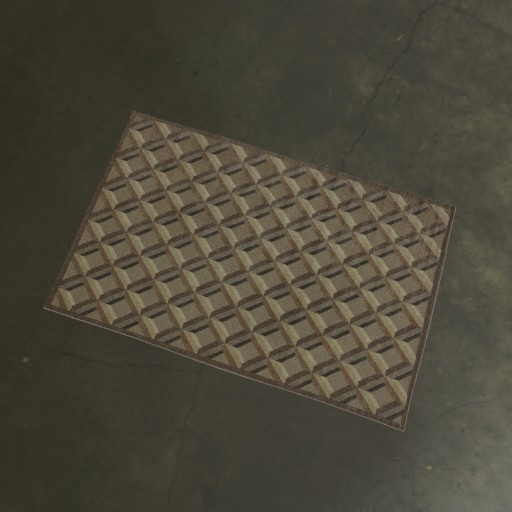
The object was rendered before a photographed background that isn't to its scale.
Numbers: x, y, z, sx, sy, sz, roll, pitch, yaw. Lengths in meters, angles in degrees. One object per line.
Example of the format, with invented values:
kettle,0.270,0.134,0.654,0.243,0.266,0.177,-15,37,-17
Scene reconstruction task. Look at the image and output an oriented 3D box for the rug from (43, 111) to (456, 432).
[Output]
rug,0.000,0.000,2.064,1.677,0.011,1.066,18,76,5
